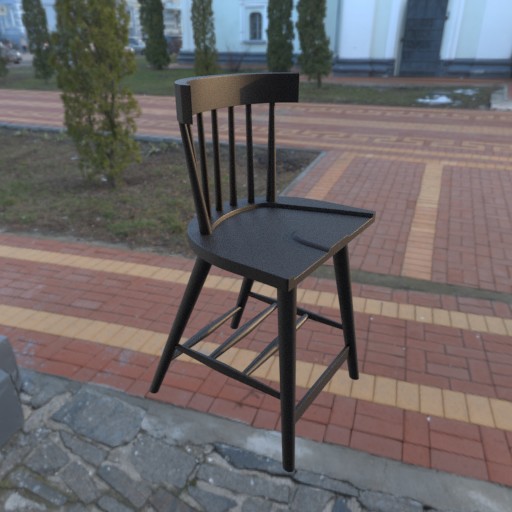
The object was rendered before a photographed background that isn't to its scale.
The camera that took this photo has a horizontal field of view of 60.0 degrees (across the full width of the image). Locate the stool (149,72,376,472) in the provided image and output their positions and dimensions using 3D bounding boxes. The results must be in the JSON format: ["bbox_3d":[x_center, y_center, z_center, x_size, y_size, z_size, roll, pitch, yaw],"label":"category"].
[{"bbox_3d":[0.000,0.000,1.278,0.549,0.953,0.494,17,31,31],"label":"stool"}]
